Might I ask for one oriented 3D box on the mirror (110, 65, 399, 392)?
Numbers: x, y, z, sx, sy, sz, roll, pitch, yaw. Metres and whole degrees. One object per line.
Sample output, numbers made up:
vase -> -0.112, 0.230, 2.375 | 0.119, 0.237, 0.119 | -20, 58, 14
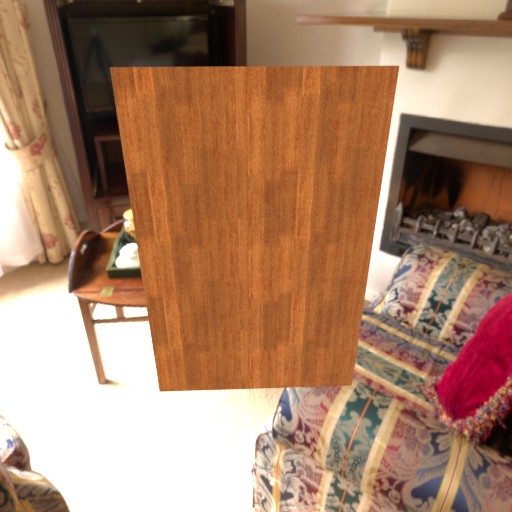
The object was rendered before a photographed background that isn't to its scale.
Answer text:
mirror -> 0.000, 0.000, 1.268 | 0.651, 1.010, 0.047 | -1, 30, -2
